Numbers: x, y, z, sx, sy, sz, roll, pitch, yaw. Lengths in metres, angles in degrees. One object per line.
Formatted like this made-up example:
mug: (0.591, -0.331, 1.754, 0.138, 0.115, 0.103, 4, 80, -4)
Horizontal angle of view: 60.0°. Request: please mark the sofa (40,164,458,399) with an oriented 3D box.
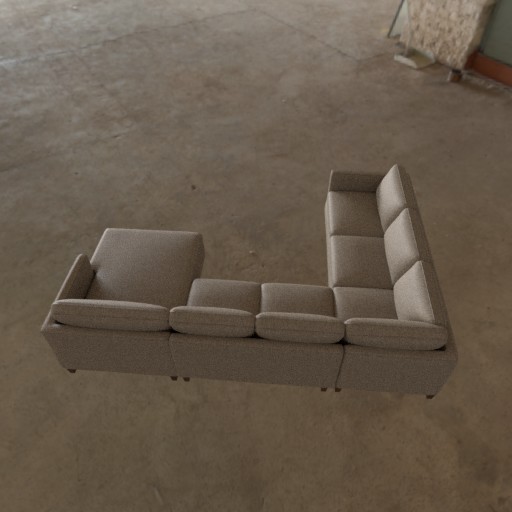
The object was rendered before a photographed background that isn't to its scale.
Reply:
sofa: (0.000, 0.000, 4.572, 3.403, 0.889, 2.551, 3, 46, 3)
